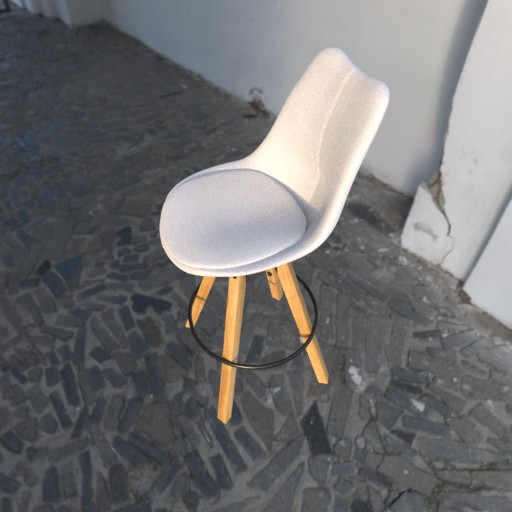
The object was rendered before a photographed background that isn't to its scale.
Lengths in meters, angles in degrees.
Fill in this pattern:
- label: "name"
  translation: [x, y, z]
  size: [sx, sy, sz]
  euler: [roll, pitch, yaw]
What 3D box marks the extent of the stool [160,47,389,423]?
- label: "stool"
  translation: [0.000, 0.000, 1.389]
  size: [0.550, 1.115, 0.484]
  euler: [-16, 49, -15]
